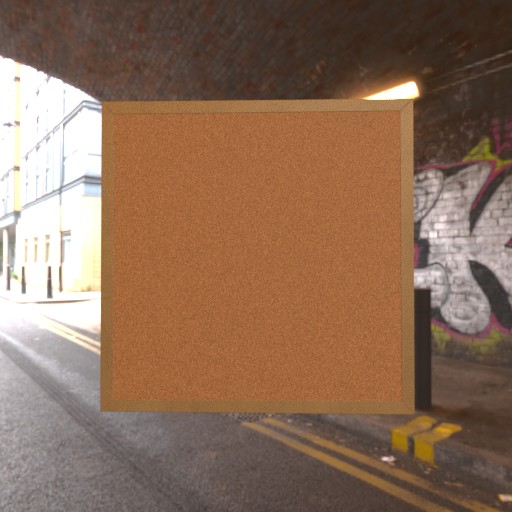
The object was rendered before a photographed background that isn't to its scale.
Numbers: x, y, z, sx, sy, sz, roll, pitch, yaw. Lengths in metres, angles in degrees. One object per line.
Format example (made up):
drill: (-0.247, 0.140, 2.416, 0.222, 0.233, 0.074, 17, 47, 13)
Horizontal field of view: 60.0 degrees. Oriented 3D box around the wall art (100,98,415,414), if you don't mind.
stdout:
wall art: (0.000, 0.000, 1.097, 0.763, 0.763, 0.037, 0, -1, 2)
